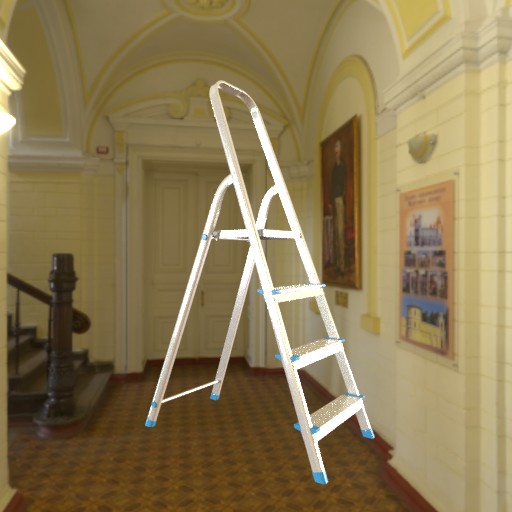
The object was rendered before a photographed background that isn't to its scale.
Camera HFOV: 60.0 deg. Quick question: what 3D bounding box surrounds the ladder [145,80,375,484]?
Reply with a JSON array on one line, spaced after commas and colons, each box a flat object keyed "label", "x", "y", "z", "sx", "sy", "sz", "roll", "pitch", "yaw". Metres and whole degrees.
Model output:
[{"label": "ladder", "x": 0.000, "y": 0.000, "z": 1.811, "sx": 0.842, "sy": 1.434, "sz": 0.445, "roll": 0, "pitch": 0, "yaw": 35}]
